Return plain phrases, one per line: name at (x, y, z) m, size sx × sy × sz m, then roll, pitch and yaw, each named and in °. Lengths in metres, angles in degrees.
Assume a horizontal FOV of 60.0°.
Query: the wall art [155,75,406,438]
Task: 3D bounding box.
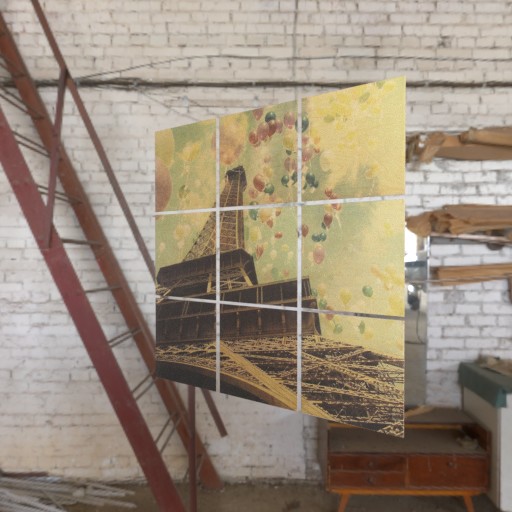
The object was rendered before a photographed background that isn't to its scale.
wall art at (0.000, 0.000, 2.280) m, size 1.517 × 1.505 × 0.002 m, roll 1°, pitch 1°, yaw 36°
